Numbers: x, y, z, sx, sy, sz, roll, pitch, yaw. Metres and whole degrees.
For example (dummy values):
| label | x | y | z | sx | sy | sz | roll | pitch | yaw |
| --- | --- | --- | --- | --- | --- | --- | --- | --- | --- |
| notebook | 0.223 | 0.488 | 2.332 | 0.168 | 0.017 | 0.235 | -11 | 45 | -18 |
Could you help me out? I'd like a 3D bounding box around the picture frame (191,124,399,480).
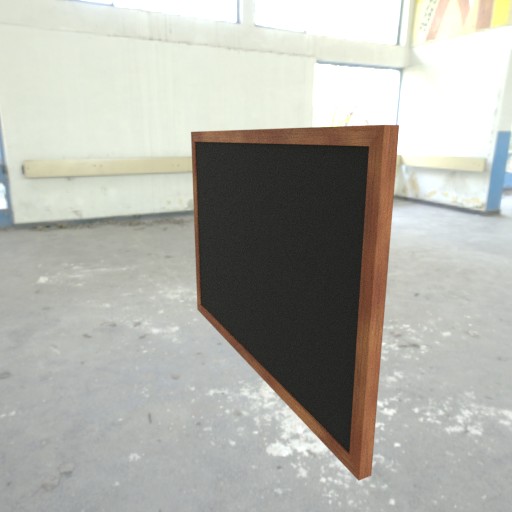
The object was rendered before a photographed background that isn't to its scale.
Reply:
| label | x | y | z | sx | sy | sz | roll | pitch | yaw |
| --- | --- | --- | --- | --- | --- | --- | --- | --- | --- |
| picture frame | 0.000 | 0.000 | 1.167 | 0.029 | 0.640 | 0.950 | -7 | 17 | -25 |
